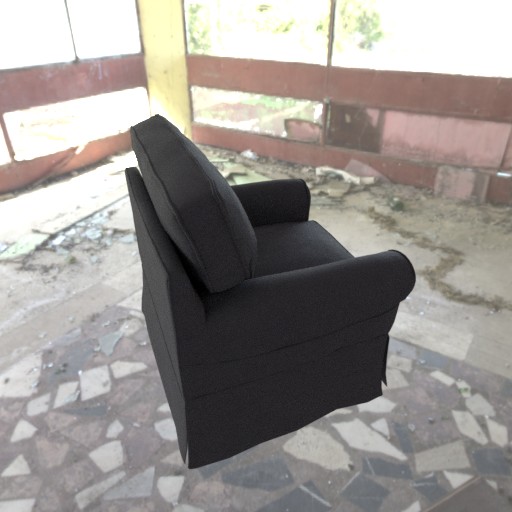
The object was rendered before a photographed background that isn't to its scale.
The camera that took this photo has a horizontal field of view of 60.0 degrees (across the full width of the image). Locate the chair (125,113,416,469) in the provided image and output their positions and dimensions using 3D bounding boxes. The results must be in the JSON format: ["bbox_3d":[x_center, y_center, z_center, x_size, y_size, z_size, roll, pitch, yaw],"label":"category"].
[{"bbox_3d":[0.000,0.000,1.999,1.002,1.140,1.119,-11,32,-18],"label":"chair"}]
